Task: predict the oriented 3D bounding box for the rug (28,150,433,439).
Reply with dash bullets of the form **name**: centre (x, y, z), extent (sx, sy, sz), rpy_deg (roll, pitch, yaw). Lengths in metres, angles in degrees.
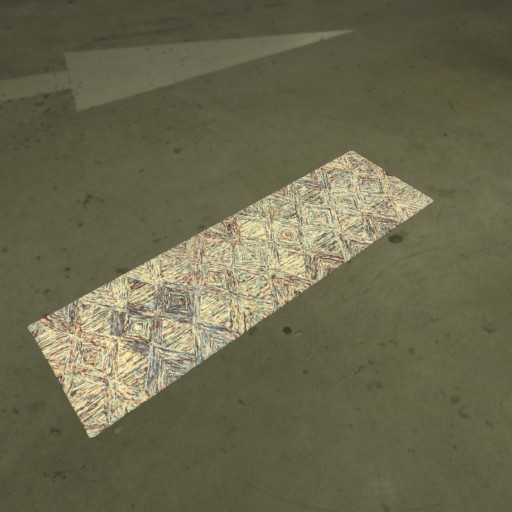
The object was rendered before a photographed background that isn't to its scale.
- **rug**: centre (0.000, 0.000, 2.443), extent (2.292, 0.015, 0.688), rpy_deg (-31, 55, -25)
